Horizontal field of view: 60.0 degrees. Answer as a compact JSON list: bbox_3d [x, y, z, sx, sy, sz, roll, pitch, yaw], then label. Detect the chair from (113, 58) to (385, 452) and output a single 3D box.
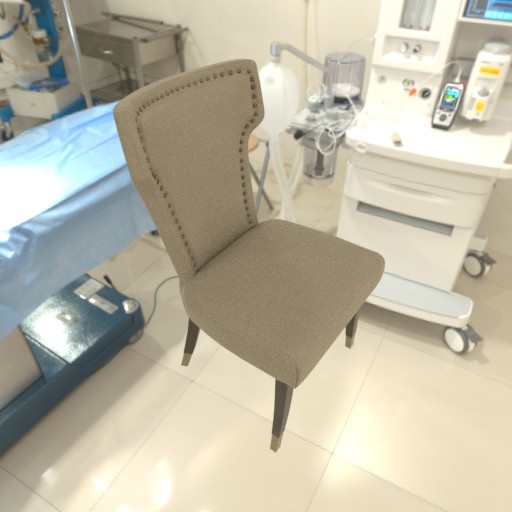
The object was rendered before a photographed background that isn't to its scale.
[{"bbox_3d":[0.000,0.000,1.325,0.630,0.955,0.526,25,46,27],"label":"chair"}]
